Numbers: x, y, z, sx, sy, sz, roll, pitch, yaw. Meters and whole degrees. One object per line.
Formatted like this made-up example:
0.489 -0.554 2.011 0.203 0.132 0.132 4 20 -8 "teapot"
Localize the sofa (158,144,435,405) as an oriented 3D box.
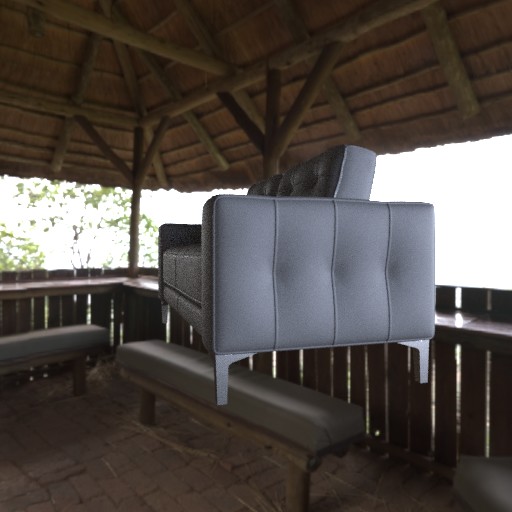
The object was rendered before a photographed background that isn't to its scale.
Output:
0.000 0.000 2.252 0.833 0.892 1.726 0 1 -18 "sofa"
